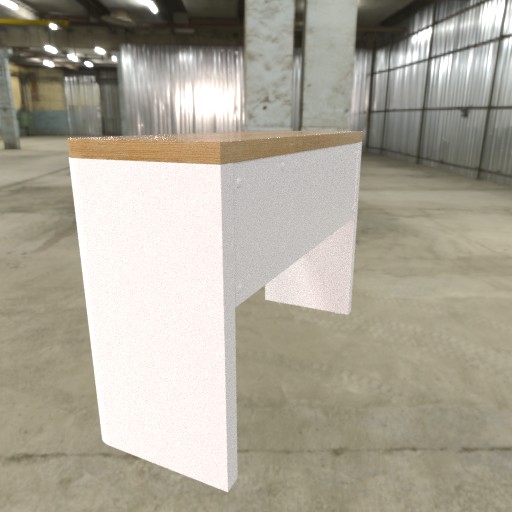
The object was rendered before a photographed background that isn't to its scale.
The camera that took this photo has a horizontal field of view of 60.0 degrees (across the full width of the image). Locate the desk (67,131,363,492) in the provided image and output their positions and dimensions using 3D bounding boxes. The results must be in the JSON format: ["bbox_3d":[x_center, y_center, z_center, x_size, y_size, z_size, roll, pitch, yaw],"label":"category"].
[{"bbox_3d":[0.000,0.000,1.431,0.390,0.760,1.100,8,18,24],"label":"desk"}]
